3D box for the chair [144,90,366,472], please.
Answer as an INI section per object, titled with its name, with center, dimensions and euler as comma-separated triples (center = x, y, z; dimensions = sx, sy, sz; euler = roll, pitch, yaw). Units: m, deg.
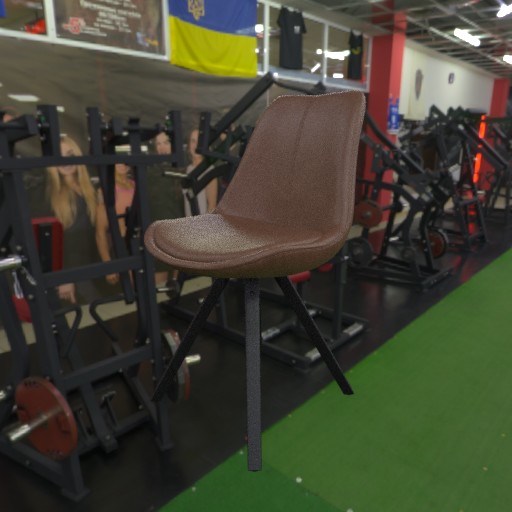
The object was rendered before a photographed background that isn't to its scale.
[chair]
center = 0.000, 0.000, 1.182
dimensions = 0.475, 0.850, 0.550
euler = 14, 21, 42
